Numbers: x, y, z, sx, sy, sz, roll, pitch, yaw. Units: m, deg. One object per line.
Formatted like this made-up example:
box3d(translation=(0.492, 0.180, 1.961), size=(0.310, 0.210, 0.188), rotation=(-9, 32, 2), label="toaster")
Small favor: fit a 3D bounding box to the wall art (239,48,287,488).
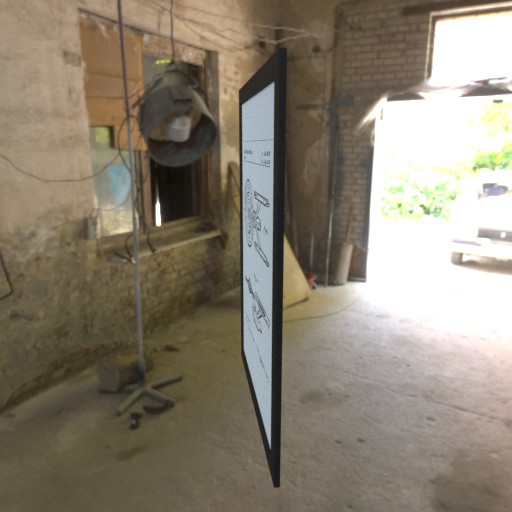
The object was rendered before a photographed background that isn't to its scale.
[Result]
box3d(translation=(0.000, 0.000, 0.696), size=(0.008, 0.530, 0.379), rotation=(-2, 14, -8), label="wall art")
